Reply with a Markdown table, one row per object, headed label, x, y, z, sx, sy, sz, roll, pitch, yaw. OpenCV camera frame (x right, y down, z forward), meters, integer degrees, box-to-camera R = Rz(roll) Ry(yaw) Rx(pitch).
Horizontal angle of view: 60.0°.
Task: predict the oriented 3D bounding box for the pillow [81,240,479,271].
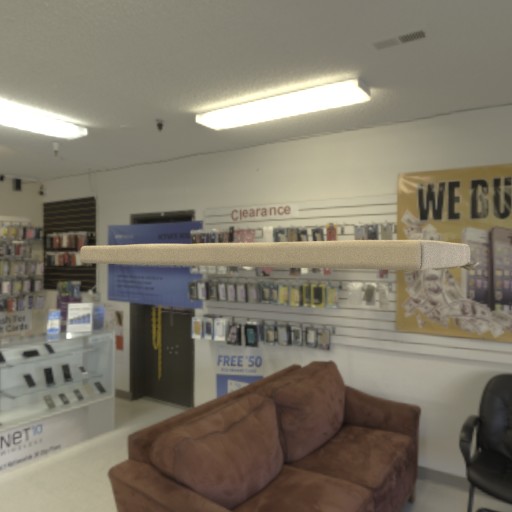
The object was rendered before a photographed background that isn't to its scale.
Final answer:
| label | x | y | z | sx | sy | sz | roll | pitch | yaw |
| --- | --- | --- | --- | --- | --- | --- | --- | --- | --- |
| pillow | 0.000 | 0.000 | 1.369 | 1.187 | 0.081 | 0.492 | 0 | 0 | 36 |
